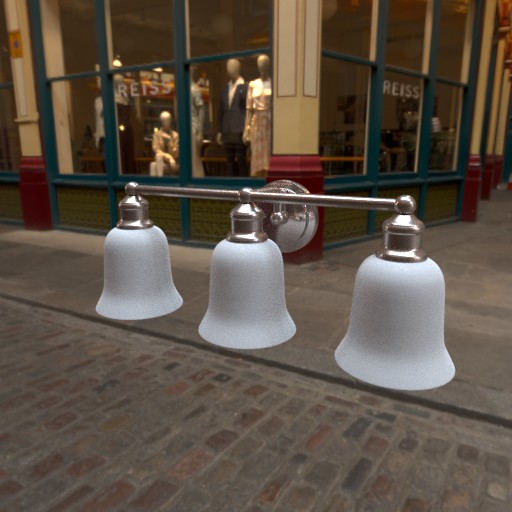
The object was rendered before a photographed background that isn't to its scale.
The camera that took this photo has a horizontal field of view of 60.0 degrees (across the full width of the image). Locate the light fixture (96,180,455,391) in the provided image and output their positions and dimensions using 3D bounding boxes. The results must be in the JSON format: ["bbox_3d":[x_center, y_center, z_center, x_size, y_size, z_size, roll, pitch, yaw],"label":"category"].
[{"bbox_3d":[0.000,0.000,0.659,0.570,0.211,0.198,8,16,28],"label":"light fixture"}]
